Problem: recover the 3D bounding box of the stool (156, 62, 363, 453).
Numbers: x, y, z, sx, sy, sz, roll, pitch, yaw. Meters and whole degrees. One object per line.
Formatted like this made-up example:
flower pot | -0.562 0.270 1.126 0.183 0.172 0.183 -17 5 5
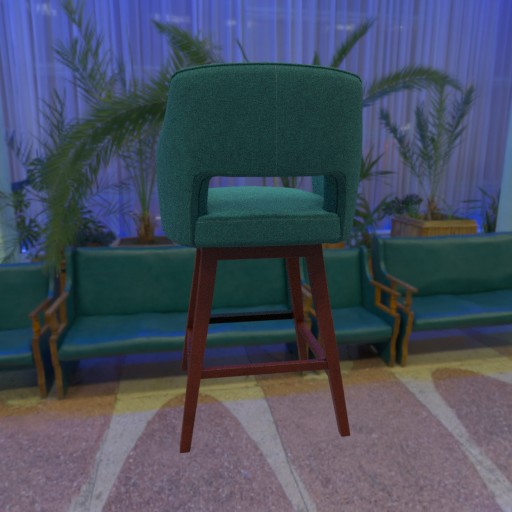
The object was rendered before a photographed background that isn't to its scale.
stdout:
stool | 0.000 0.000 1.295 0.548 0.961 0.556 -2 14 -9
